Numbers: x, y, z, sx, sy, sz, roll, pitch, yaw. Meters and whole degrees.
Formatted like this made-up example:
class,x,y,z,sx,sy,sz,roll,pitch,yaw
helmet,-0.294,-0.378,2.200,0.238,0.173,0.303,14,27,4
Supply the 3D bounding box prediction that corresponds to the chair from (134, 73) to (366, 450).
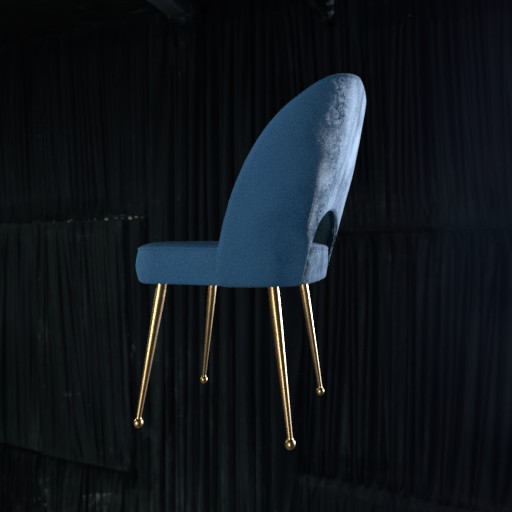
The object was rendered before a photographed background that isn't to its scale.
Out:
class,x,y,z,sx,sy,sz,roll,pitch,yaw
chair,0.000,0.000,1.216,0.577,0.860,0.527,0,1,18
